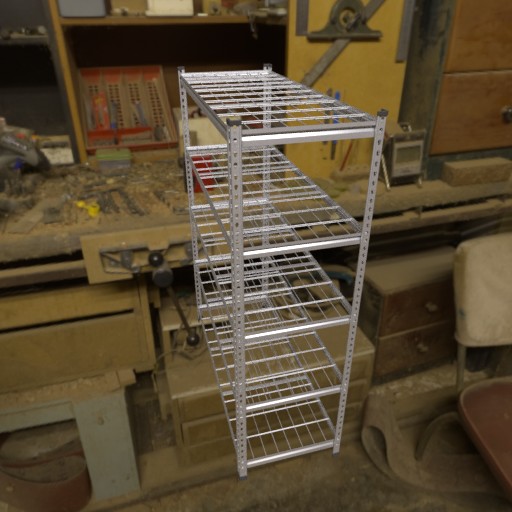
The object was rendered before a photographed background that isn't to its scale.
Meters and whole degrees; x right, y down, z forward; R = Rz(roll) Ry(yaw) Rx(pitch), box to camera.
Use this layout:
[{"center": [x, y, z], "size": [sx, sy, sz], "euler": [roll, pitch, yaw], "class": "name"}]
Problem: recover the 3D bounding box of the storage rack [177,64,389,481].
[{"center": [0.000, 0.000, 2.699], "size": [0.610, 1.981, 1.524], "euler": [-8, 31, -13], "class": "storage rack"}]
